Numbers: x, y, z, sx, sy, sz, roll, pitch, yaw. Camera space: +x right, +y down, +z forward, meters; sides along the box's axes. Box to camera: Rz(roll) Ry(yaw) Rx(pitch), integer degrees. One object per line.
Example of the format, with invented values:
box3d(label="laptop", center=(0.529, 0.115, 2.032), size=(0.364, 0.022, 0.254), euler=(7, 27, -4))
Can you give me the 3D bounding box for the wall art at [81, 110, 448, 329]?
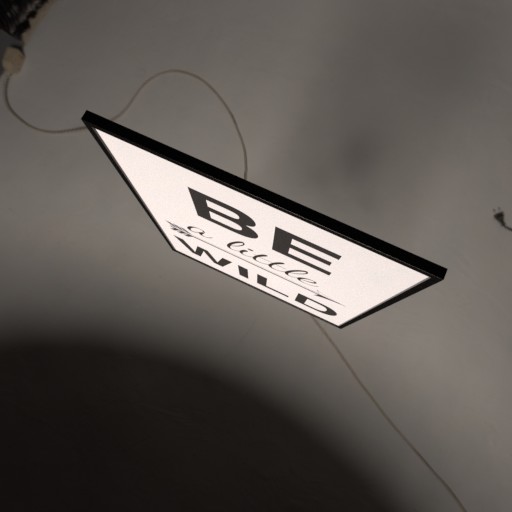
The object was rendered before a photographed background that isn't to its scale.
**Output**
box3d(label="wall art", center=(0.000, 0.000, 0.772), size=(0.442, 0.582, 0.013), euler=(25, 77, 6))
